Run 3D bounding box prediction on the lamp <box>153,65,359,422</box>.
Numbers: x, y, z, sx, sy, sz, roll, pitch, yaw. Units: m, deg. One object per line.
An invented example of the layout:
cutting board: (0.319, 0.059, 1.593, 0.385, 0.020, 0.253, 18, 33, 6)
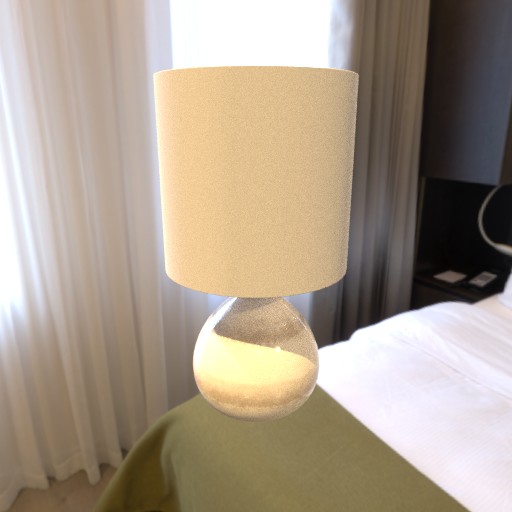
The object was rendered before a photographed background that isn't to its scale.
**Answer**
lamp: (0.000, 0.000, 0.537, 0.217, 0.404, 0.217, 9, 19, 26)
